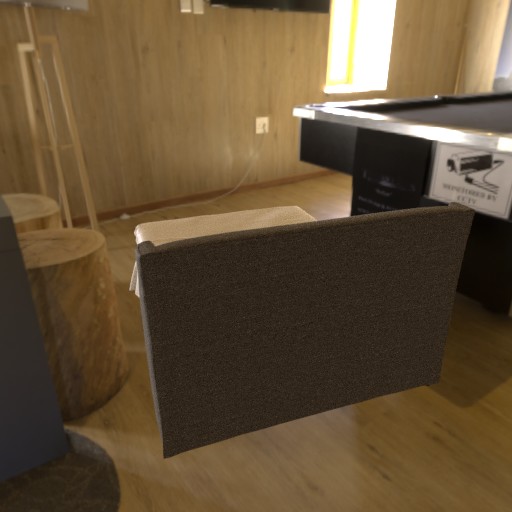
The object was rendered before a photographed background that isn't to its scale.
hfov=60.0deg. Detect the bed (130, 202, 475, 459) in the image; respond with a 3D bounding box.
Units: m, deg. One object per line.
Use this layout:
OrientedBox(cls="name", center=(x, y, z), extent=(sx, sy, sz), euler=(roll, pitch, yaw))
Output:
OrientedBox(cls="bed", center=(0.000, 0.000, 3.493), extent=(1.925, 1.332, 2.276), euler=(-8, 26, -17))
